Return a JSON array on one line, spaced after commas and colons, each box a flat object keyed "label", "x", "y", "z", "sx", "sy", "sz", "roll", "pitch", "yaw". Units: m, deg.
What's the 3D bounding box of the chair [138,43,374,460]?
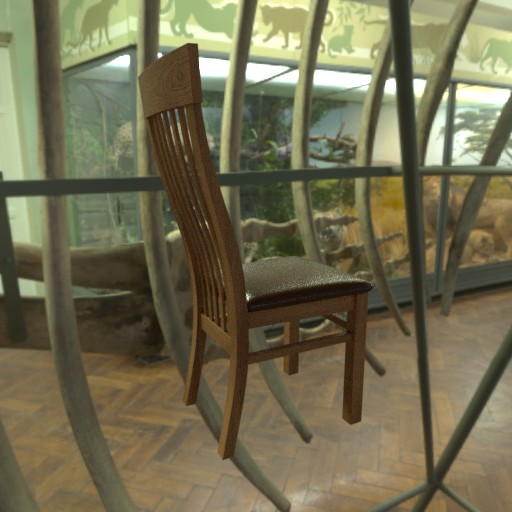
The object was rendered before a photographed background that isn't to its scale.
[{"label": "chair", "x": 0.000, "y": 0.000, "z": 1.350, "sx": 0.580, "sy": 1.050, "sz": 0.450, "roll": -6, "pitch": 14, "yaw": -27}]
